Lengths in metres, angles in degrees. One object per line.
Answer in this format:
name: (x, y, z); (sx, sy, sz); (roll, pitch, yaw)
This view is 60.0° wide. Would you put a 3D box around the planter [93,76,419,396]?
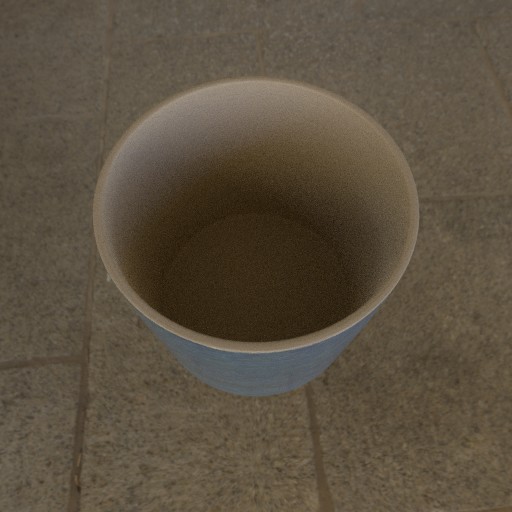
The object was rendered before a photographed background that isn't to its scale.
planter: (0.000, 0.000, 0.394); (0.221, 0.201, 0.221); (0, 64, 0)
